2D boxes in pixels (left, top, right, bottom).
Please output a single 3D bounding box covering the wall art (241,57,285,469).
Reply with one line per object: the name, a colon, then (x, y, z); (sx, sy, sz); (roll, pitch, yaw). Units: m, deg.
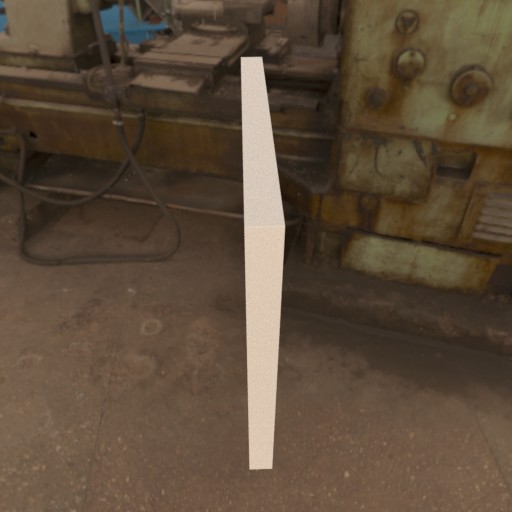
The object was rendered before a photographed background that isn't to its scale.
wall art: (0.000, 0.000, 0.771); (0.038, 0.508, 0.507); (-1, 41, -1)
